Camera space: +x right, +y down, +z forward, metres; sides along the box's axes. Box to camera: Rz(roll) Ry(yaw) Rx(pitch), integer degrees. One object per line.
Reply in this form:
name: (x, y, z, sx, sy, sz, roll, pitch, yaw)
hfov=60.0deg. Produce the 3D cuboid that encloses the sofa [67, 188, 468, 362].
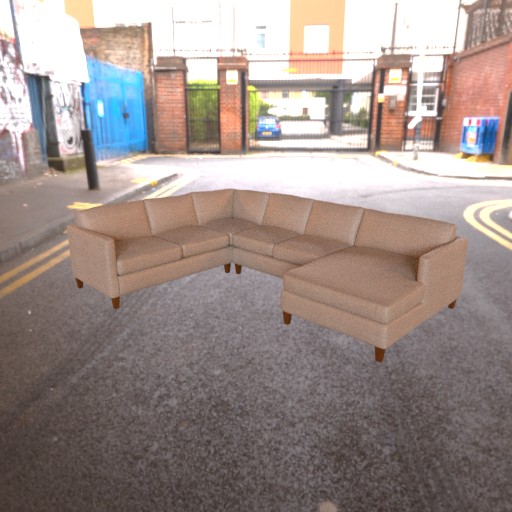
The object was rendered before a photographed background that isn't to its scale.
sofa: (0.000, 0.000, 4.725, 3.460, 0.961, 2.594, 16, 23, 42)
